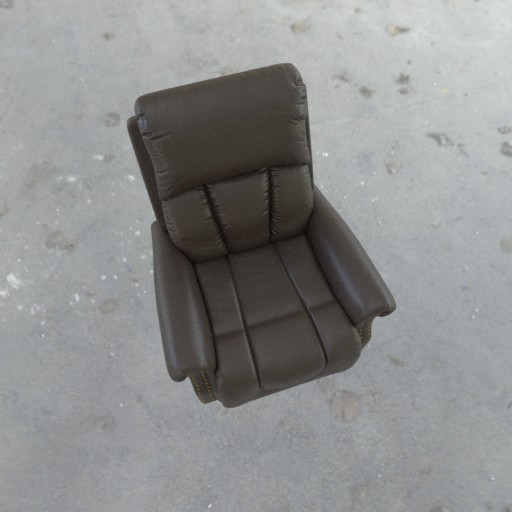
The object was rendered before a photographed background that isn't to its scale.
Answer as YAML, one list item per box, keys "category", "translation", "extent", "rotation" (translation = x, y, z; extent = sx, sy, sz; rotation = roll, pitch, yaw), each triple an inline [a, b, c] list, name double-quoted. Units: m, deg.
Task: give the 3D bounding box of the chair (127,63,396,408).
- category: "chair"
  translation: [0.000, 0.000, 1.765]
  extent: [0.869, 1.028, 0.978]
  rotation: [-16, 65, -8]
